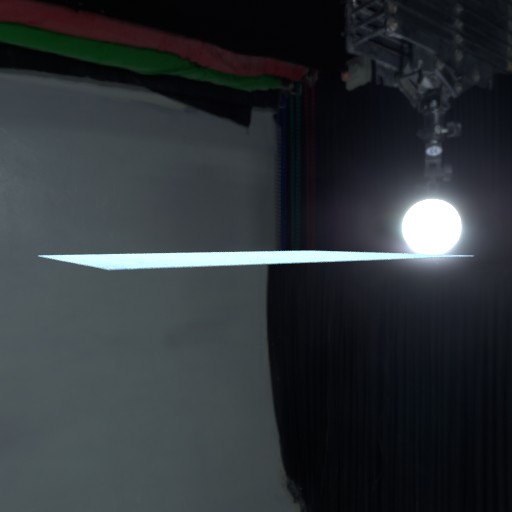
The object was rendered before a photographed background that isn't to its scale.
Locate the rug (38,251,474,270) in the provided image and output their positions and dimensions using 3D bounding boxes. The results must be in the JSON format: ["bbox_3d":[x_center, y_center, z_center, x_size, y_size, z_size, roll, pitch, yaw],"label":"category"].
[{"bbox_3d":[0.000,0.000,3.564,2.895,0.006,1.982,-1,3,-34],"label":"rug"}]
